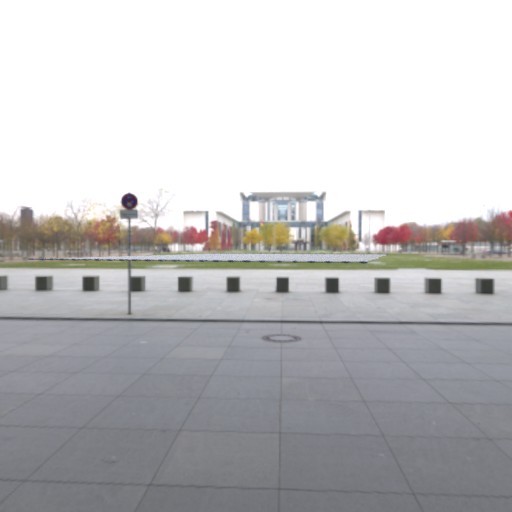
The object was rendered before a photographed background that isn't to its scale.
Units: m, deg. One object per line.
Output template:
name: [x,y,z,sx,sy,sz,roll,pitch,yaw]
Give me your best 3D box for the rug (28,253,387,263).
rug: [0.000,0.000,4.511,2.471,0.016,3.416,0,1,18]
